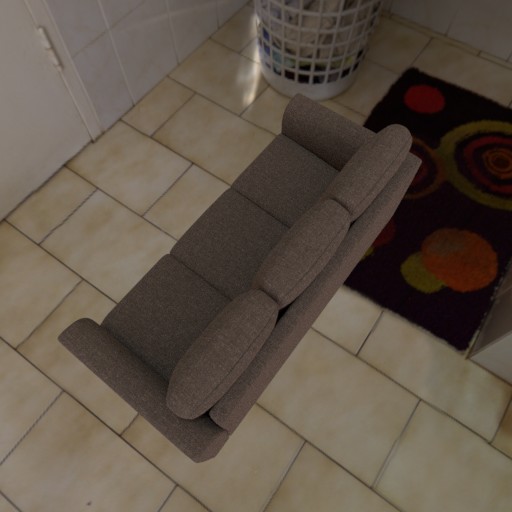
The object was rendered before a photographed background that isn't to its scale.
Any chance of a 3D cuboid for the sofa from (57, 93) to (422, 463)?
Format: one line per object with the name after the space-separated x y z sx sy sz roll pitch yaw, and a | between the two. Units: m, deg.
0.000 0.000 2.308 0.837 0.891 1.847 35 69 15 | sofa
